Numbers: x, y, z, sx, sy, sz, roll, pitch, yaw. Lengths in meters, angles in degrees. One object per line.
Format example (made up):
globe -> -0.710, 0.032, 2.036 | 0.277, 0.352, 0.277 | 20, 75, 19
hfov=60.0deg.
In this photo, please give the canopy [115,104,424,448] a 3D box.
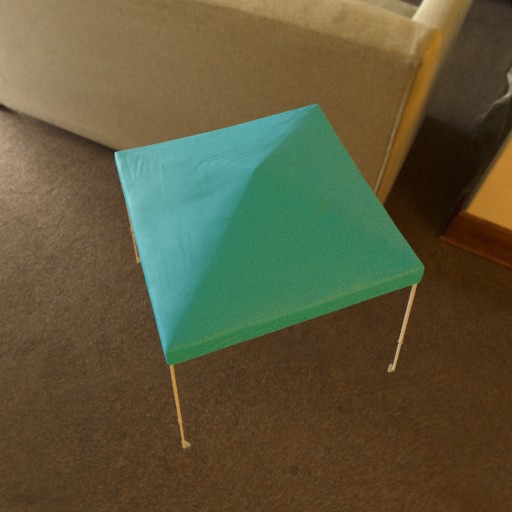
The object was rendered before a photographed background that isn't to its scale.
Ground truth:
canopy -> 0.000, 0.000, 5.068 | 2.850, 2.850, 2.849 | -17, 59, -10
